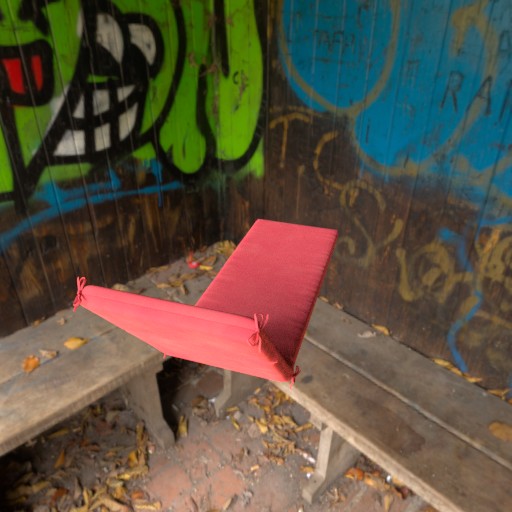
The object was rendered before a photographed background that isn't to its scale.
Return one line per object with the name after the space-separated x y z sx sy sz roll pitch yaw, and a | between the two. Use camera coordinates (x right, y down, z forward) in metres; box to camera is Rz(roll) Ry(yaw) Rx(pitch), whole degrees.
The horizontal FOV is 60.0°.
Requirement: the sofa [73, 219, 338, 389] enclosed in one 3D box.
0.000 0.000 1.945 0.582 0.622 1.663 9 32 15 | sofa
